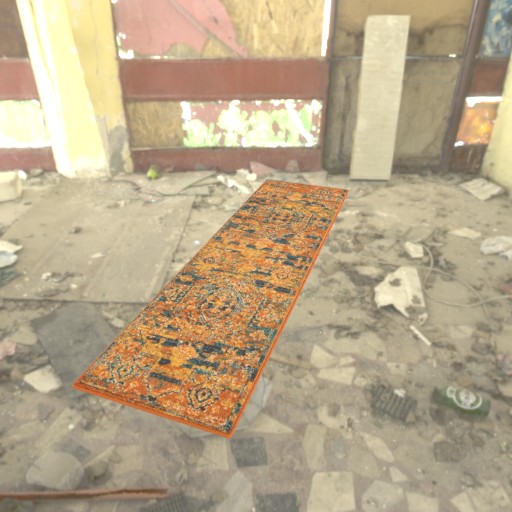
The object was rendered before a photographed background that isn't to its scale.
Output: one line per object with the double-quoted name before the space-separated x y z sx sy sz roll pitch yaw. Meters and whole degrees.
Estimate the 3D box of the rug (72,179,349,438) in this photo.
"rug" 0.000 0.000 2.483 0.651 0.016 2.274 11 32 17
